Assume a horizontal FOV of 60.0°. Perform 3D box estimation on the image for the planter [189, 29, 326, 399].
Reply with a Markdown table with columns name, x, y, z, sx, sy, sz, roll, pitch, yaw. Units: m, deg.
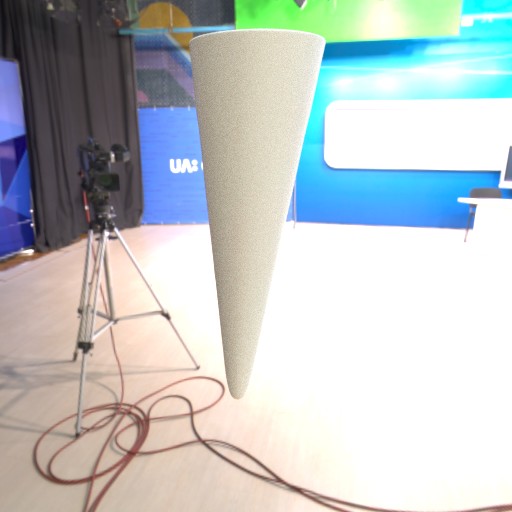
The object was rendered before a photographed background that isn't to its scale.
| name | x | y | z | sx | sy | sz | roll | pitch | yaw |
| --- | --- | --- | --- | --- | --- | --- | --- | --- | --- |
| planter | 0.000 | 0.000 | 0.220 | 0.057 | 0.193 | 0.064 | -8 | 19 | -26 |
